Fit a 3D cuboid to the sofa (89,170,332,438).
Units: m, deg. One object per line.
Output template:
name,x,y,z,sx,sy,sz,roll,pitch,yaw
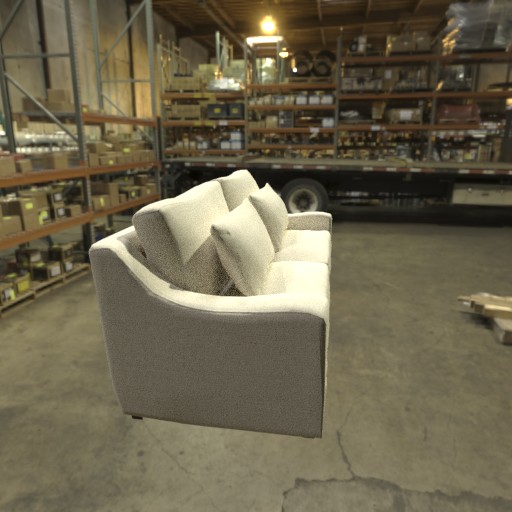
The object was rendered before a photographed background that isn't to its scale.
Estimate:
sofa,0.000,0.000,2.994,1.009,1.022,2.470,3,15,9
